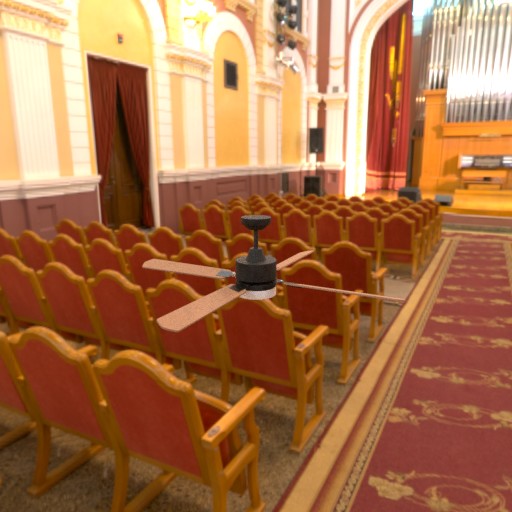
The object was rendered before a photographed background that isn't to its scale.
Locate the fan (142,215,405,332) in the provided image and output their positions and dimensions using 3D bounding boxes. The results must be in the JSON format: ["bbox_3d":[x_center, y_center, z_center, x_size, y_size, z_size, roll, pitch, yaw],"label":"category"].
[{"bbox_3d":[0.000,0.000,2.010,1.320,0.355,1.320,7,15,27],"label":"fan"}]
